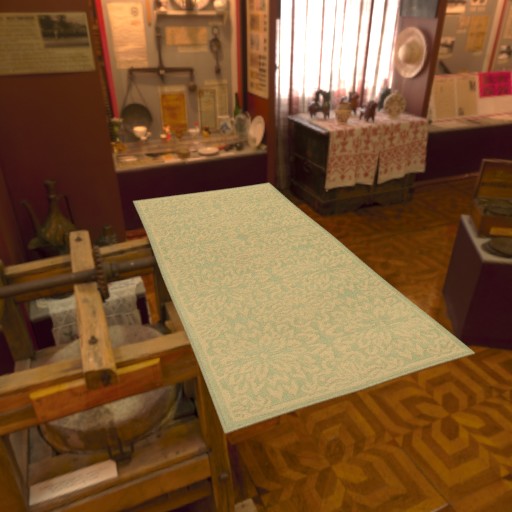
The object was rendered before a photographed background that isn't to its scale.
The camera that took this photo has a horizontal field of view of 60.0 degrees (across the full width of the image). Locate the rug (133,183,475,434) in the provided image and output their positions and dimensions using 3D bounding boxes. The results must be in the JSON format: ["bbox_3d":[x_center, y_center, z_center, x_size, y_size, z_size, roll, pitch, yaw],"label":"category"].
[{"bbox_3d":[0.000,0.000,1.416,0.604,0.007,1.219,-11,31,-19],"label":"rug"}]
